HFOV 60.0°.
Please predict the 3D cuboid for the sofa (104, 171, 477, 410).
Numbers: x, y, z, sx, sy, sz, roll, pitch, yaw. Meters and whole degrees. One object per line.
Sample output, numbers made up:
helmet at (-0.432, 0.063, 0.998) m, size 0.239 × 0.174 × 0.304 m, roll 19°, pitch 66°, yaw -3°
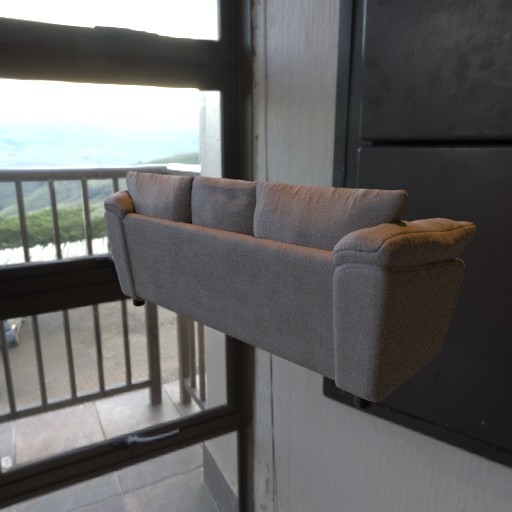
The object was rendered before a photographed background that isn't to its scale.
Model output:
sofa at (0.000, 0.000, 2.786) m, size 2.334 × 0.996 × 0.878 m, roll 13°, pitch 19°, yaw 43°
